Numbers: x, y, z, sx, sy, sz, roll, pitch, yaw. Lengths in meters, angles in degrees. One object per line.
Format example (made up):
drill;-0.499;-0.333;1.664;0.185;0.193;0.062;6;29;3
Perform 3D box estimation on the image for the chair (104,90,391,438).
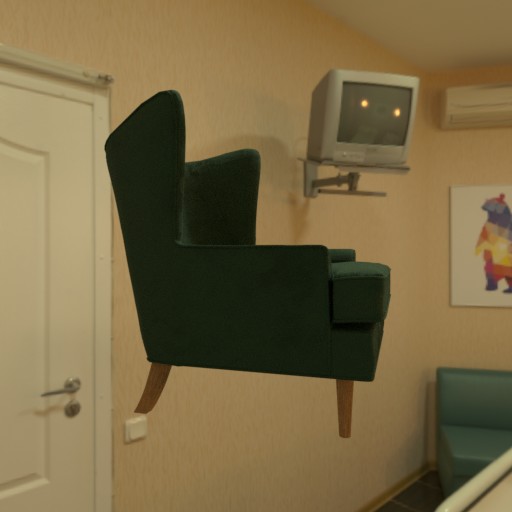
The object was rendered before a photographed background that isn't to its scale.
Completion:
chair;0.000;0.000;1.578;0.910;0.952;0.793;0;0;18
